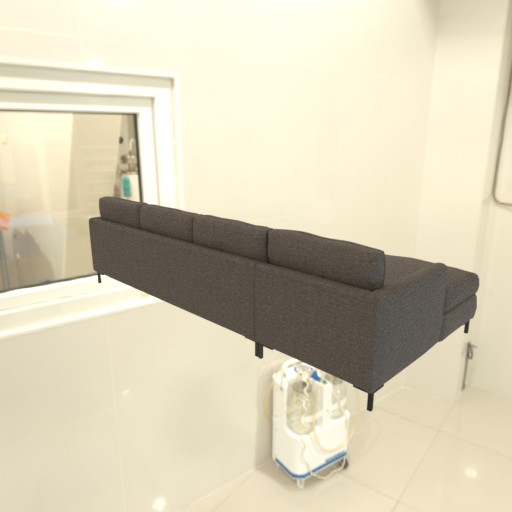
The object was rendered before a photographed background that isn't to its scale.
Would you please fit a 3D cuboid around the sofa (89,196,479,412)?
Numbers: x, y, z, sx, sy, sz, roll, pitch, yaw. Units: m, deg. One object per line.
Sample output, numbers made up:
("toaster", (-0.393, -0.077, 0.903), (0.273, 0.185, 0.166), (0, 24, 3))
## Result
("sofa", (0.000, 0.000, 3.245), (2.731, 0.754, 1.258), (14, 21, 42))
